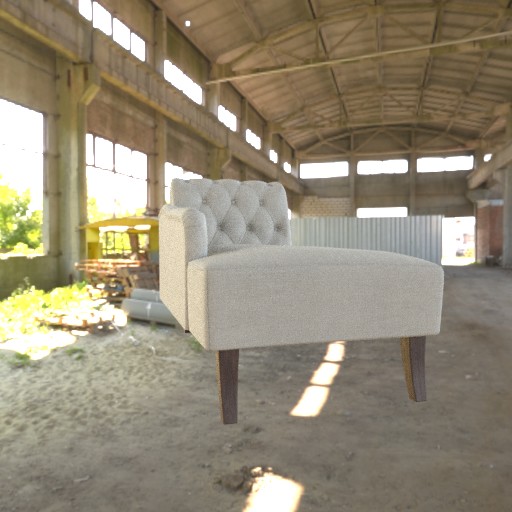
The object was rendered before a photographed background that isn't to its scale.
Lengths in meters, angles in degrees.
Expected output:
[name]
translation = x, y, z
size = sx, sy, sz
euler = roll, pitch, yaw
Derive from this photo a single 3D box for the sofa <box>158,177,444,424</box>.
[sofa]
translation = 0.000, 0.000, 1.768
size = 0.675, 0.787, 1.379
euler = 0, 1, -17
